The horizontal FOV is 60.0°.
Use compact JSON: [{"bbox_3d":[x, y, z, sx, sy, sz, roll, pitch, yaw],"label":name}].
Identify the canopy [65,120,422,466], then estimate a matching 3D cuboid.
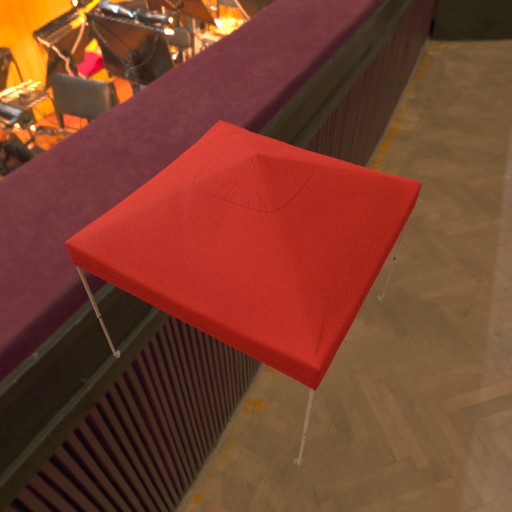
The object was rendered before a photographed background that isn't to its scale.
[{"bbox_3d":[0.000,0.000,5.598,2.996,2.997,2.998,23,50,21],"label":"canopy"}]
